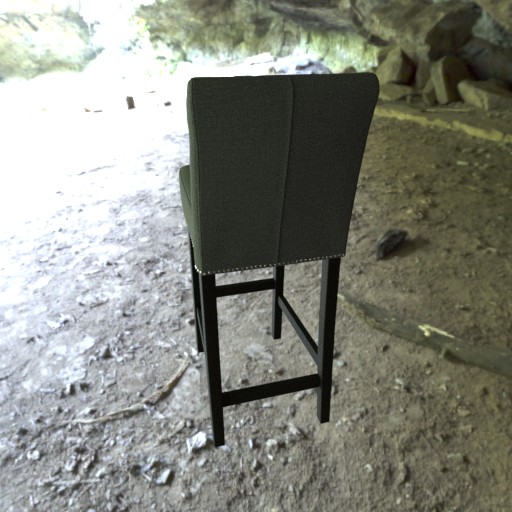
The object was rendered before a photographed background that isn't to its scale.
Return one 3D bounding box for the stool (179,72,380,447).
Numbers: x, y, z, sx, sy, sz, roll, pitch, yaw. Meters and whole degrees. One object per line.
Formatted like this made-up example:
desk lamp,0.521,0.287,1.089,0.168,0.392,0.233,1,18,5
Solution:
stool,0.000,0.000,1.325,0.411,1.047,0.548,-7,28,-14
